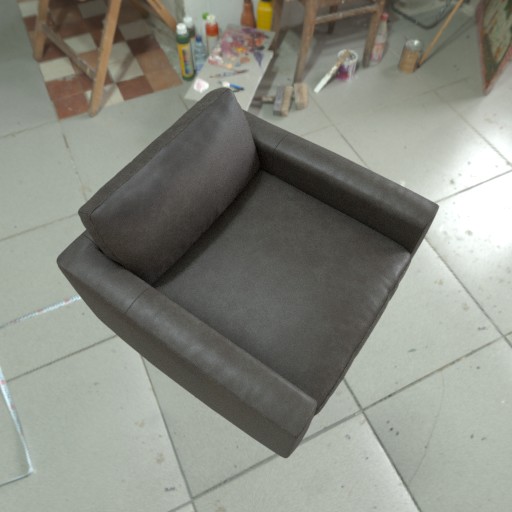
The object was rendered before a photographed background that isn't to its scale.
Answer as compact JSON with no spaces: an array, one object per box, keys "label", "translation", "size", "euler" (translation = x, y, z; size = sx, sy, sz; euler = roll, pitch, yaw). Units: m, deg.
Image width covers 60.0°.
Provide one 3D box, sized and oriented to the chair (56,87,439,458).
[{"label":"chair","translation":[0.000,0.000,1.810],"size":[1.080,0.807,1.106],"euler":[31,64,17]}]
